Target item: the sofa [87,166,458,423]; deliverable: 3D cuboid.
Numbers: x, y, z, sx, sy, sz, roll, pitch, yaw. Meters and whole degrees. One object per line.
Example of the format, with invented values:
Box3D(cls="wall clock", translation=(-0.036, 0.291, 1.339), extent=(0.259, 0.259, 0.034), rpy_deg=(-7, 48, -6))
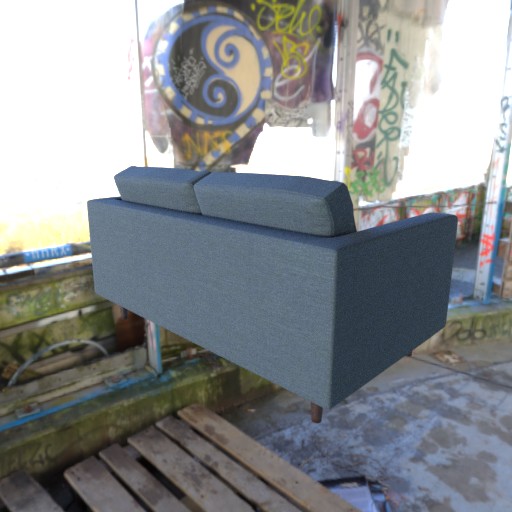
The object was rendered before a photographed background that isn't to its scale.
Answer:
Box3D(cls="sofa", translation=(0.000, 0.000, 2.295), extent=(1.659, 0.907, 0.999), rpy_deg=(14, 20, 43))
